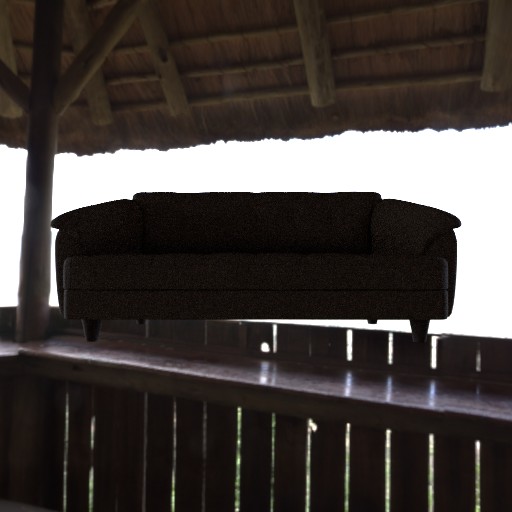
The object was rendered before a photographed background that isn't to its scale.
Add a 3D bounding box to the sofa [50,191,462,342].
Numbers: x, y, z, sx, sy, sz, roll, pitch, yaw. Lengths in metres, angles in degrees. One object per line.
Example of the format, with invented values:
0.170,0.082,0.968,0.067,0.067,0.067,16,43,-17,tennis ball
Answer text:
0.000,0.000,2.314,1.849,0.790,0.887,0,-1,1,sofa
